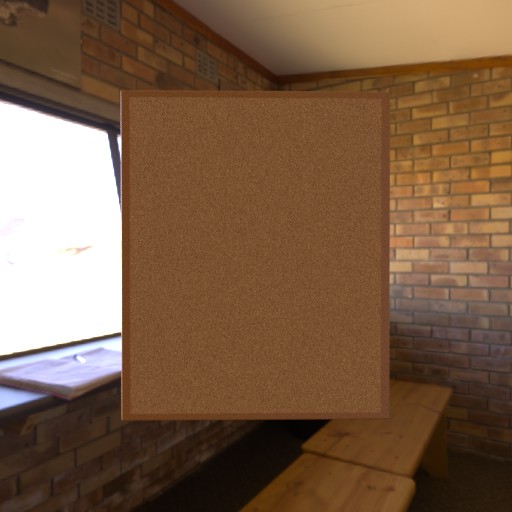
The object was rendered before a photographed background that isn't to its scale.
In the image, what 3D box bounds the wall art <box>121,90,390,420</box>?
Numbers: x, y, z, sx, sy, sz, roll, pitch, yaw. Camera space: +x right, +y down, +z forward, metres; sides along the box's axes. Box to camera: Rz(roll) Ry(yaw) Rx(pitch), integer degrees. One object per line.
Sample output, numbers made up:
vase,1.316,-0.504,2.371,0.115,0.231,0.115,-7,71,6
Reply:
wall art,0.000,0.000,0.517,0.310,0.379,0.015,0,1,-1
